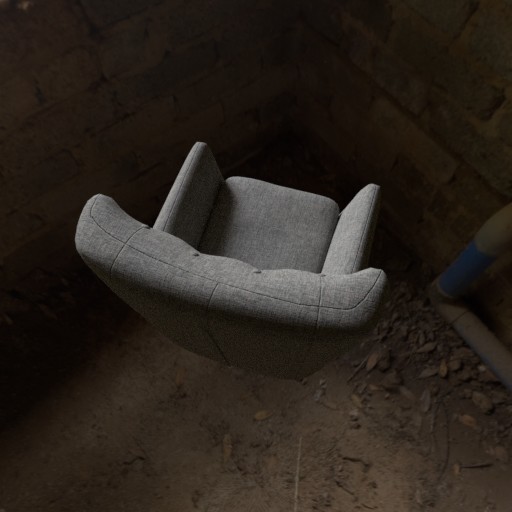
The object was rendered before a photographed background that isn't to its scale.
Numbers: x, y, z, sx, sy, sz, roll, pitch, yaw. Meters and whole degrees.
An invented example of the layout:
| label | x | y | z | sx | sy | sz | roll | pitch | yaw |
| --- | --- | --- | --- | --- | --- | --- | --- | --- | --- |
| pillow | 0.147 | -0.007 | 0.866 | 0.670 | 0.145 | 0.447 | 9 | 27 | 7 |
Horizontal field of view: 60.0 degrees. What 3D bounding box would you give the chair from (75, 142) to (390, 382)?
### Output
| label | x | y | z | sx | sy | sz | roll | pitch | yaw |
| --- | --- | --- | --- | --- | --- | --- | --- | --- | --- |
| chair | 0.000 | 0.000 | 1.749 | 0.878 | 1.063 | 0.904 | 15 | 64 | 8 |
